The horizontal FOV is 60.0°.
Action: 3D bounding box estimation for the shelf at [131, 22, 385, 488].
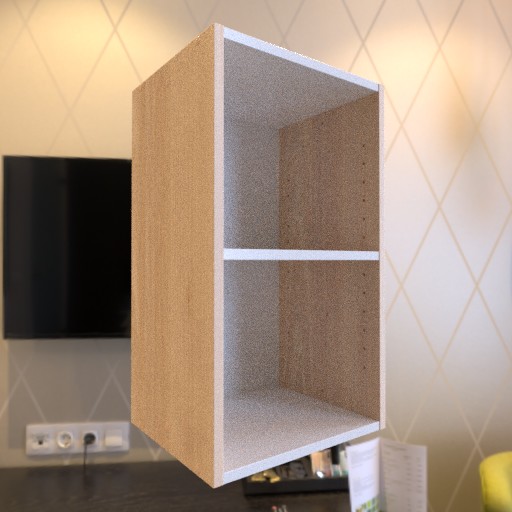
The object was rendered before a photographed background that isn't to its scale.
[{"bbox_3d":[0.000,0.000,0.790,0.350,0.600,0.290,0,-1,-36],"label":"shelf"}]
